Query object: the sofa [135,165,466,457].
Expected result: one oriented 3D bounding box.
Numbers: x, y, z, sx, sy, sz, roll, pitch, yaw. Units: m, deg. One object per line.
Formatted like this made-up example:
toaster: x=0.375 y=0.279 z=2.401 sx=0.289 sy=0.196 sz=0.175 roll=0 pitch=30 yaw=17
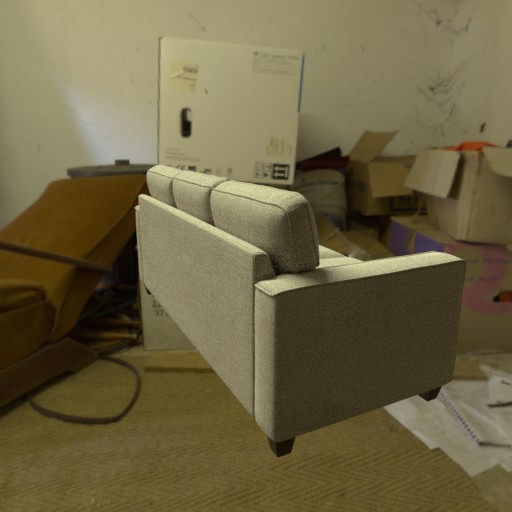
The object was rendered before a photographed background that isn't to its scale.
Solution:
sofa: x=0.000 y=0.000 z=2.578 sx=0.939 sy=0.965 sz=2.133 roll=-7 pitch=17 yaw=-26
